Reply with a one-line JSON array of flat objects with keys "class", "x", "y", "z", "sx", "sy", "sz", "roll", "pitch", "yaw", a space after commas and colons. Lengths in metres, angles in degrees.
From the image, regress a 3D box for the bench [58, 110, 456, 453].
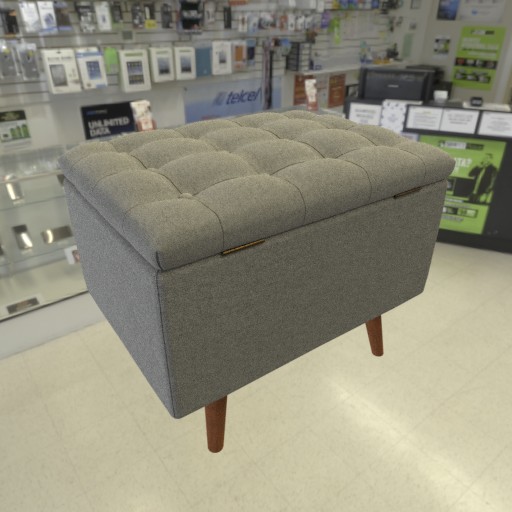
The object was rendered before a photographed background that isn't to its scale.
[{"class": "bench", "x": 0.000, "y": 0.000, "z": 0.868, "sx": 0.572, "sy": 0.469, "sz": 0.417, "roll": -19, "pitch": 35, "yaw": -30}]
